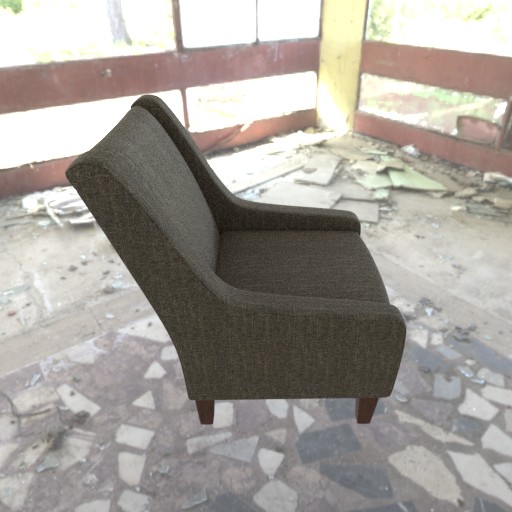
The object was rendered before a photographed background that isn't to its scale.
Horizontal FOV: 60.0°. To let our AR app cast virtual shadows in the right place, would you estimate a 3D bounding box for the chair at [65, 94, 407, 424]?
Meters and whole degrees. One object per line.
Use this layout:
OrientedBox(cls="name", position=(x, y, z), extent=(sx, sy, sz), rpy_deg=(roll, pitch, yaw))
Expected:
OrientedBox(cls="chair", position=(0.000, 0.000, 1.656), extent=(0.944, 1.012, 0.793), rpy_deg=(0, 31, 0))
